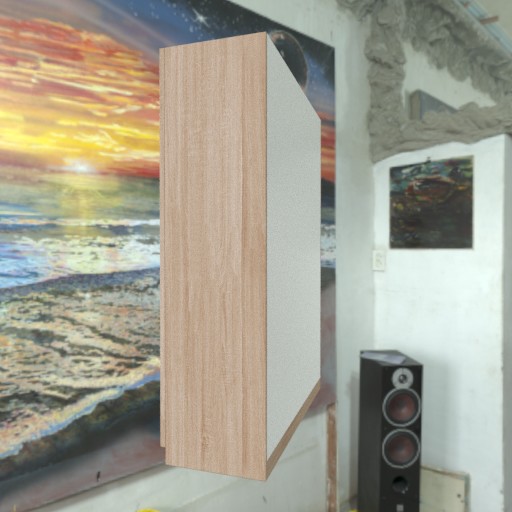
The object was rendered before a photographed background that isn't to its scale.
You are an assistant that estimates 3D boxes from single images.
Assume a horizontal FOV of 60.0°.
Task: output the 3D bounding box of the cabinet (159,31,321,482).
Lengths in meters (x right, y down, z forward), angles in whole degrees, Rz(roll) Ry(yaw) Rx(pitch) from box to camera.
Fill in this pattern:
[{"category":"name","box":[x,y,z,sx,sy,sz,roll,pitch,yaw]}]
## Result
[{"category":"cabinet","box":[0.000,0.000,2.889,0.590,2.120,1.500,0,1,18]}]
